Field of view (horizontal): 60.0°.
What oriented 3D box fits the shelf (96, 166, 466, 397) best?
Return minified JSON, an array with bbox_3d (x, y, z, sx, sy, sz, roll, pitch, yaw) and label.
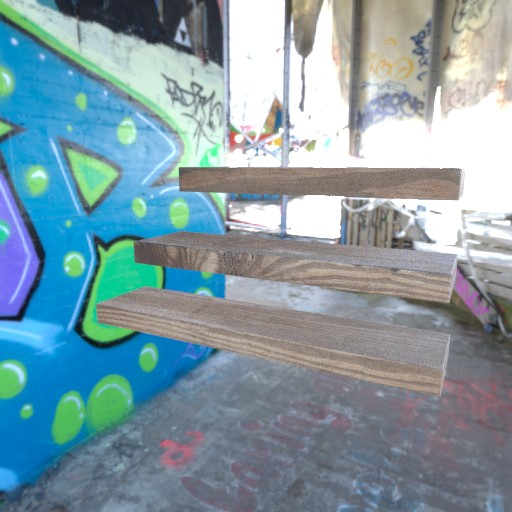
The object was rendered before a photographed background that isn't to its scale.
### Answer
[{"bbox_3d":[0.000,0.000,0.743,0.610,0.293,0.140,6,13,26],"label":"shelf"}]
